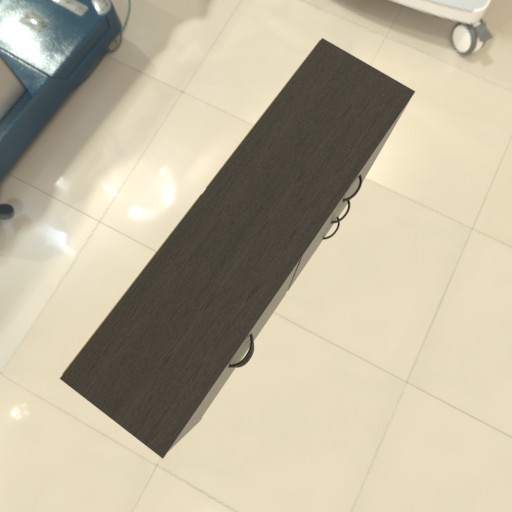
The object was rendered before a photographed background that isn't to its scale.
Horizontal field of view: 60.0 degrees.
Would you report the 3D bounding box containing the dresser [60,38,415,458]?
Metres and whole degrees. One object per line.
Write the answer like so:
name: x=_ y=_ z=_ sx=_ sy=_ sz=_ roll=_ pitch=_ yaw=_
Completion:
dresser: x=0.000 y=0.000 z=1.712 sx=0.401 sy=0.755 sz=1.360 roll=34 pitch=78 yaw=8
